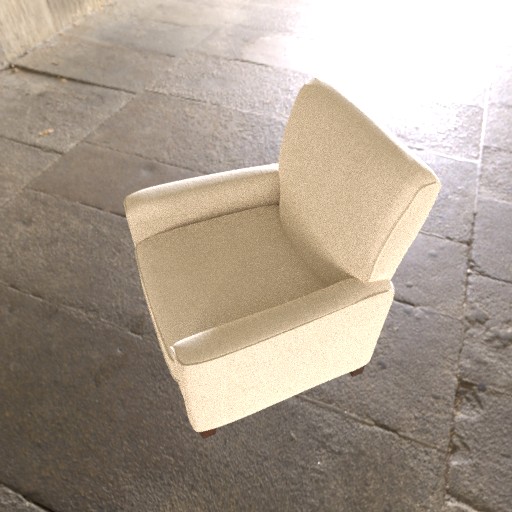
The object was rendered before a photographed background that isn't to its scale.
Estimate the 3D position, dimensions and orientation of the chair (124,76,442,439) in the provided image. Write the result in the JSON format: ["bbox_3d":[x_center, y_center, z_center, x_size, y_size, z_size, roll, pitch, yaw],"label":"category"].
[{"bbox_3d":[0.000,0.000,1.666,0.858,1.028,0.841,-17,50,-15],"label":"chair"}]
